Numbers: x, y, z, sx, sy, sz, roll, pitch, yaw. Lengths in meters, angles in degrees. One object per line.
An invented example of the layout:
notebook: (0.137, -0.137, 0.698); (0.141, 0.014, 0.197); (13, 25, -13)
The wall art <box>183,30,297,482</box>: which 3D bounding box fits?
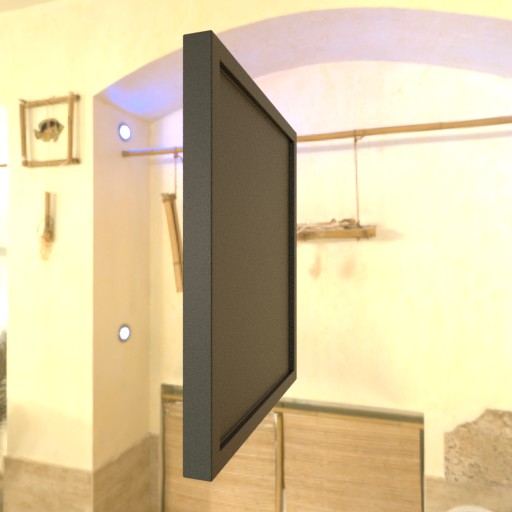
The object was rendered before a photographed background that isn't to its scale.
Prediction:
wall art: (0.000, 0.000, 0.533); (0.028, 0.381, 0.328); (0, 0, 18)
